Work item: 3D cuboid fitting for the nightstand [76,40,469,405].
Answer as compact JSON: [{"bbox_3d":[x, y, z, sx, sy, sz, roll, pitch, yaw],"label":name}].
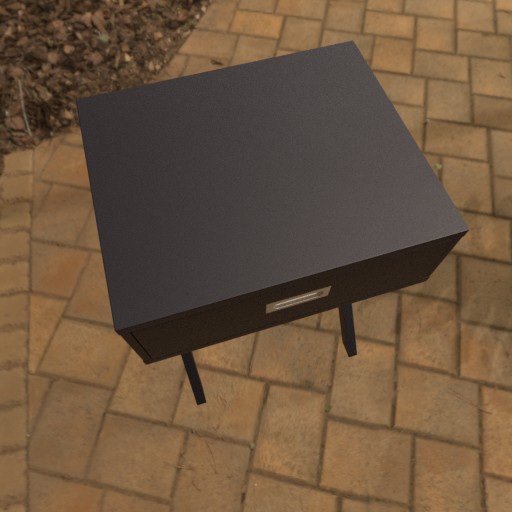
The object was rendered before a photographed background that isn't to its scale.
[{"bbox_3d":[0.000,0.000,0.928,0.479,0.623,0.402,-15,64,-8],"label":"nightstand"}]
